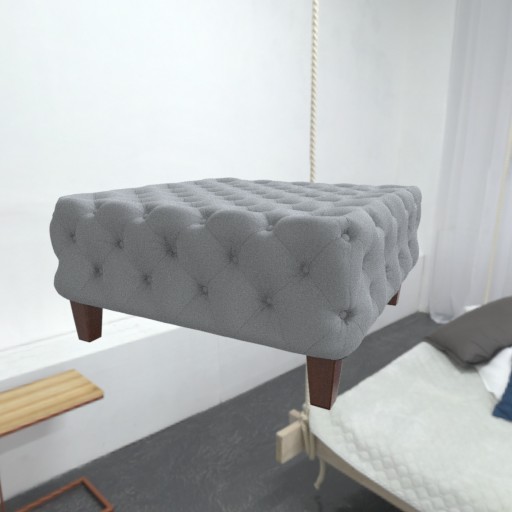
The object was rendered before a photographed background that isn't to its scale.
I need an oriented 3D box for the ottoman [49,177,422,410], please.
[{"bbox_3d":[0.000,0.000,1.195,0.764,0.365,0.758,7,16,27],"label":"ottoman"}]
